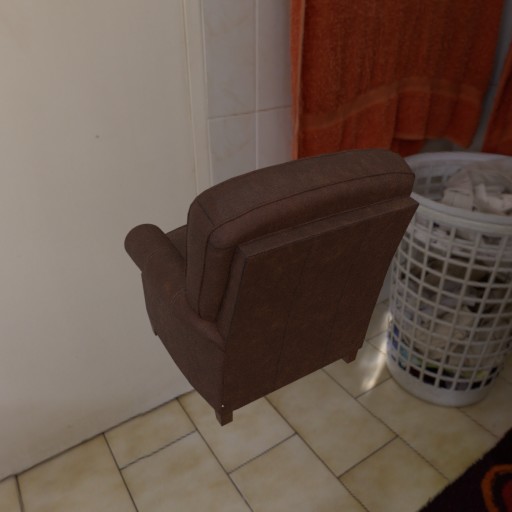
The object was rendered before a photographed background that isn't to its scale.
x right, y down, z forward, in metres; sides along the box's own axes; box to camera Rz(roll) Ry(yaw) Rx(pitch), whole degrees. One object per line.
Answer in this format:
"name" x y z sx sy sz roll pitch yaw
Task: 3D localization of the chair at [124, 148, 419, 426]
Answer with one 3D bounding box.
"chair" 0.000 0.000 1.851 0.936 1.018 0.986 -17 34 -27
